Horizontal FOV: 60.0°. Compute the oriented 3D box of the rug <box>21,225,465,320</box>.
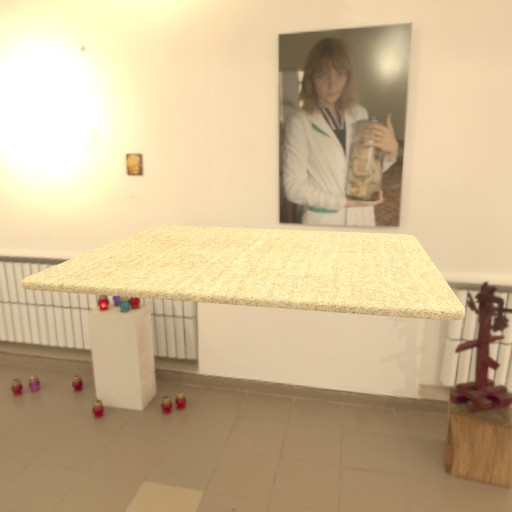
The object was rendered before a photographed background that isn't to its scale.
[{"bbox_3d":[0.000,0.000,3.339,2.528,0.048,2.009,3,14,11],"label":"rug"}]
